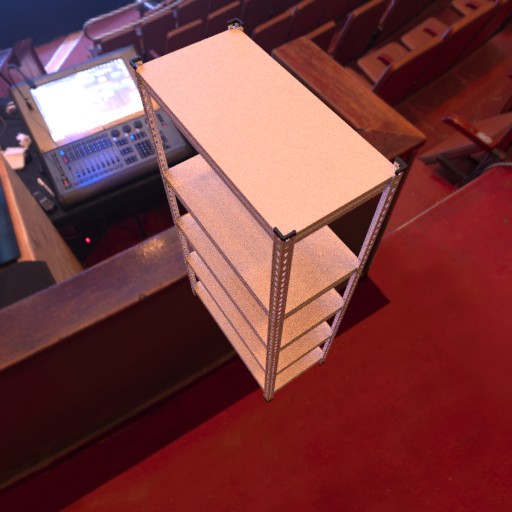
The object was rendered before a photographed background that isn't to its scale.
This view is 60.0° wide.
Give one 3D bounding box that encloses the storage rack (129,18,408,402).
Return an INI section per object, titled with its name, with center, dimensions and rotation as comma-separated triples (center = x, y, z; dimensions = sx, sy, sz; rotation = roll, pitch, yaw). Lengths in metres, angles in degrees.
[storage rack]
center = 0.000, 0.000, 2.203
dimensions = 0.457, 1.829, 0.914
rotation = -31, 63, -17
